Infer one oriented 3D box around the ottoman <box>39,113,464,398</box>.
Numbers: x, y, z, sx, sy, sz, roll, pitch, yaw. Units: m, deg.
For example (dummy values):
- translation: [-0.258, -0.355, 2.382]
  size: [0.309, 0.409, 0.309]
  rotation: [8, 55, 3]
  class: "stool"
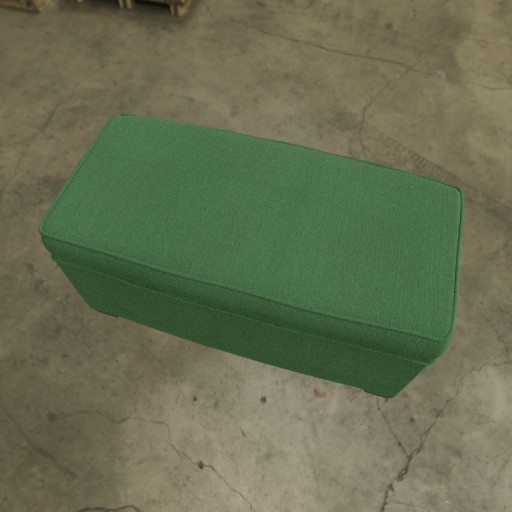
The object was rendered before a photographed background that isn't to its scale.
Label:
- translation: [0.000, 0.000, 1.229]
  size: [0.957, 0.471, 0.483]
  rotation: [15, 60, 9]
  class: "ottoman"
